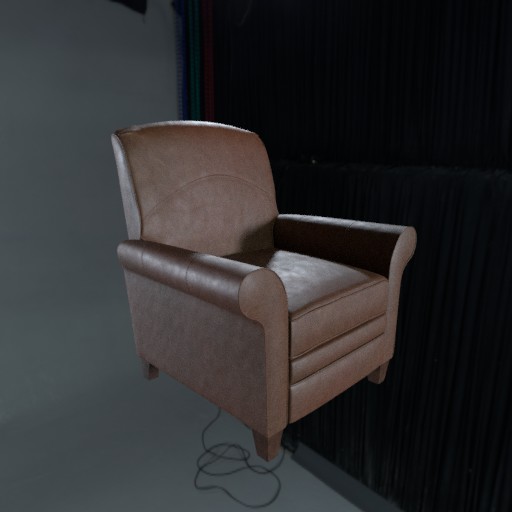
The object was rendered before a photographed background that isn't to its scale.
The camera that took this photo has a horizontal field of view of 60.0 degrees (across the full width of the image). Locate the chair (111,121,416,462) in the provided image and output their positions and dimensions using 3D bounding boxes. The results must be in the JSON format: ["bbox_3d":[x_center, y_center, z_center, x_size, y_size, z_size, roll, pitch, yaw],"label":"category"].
[{"bbox_3d":[0.000,0.000,1.780,0.978,1.061,0.902,-14,20,-43],"label":"chair"}]
